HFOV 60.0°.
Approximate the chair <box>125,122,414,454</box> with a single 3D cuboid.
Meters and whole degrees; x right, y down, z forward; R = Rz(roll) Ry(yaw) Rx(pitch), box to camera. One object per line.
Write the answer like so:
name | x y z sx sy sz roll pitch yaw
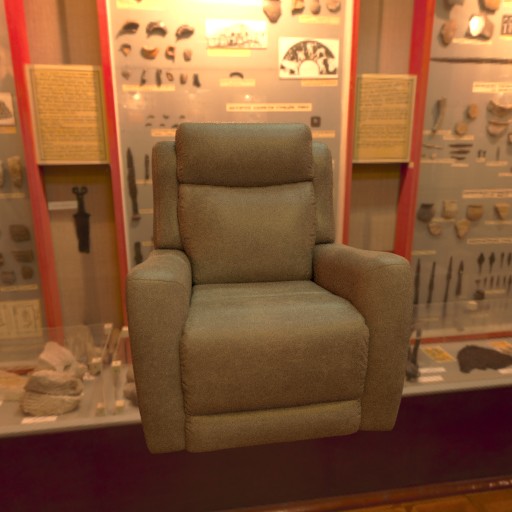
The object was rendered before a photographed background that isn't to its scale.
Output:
chair | 0.000 0.000 1.892 0.965 1.116 1.068 -2 16 -8
